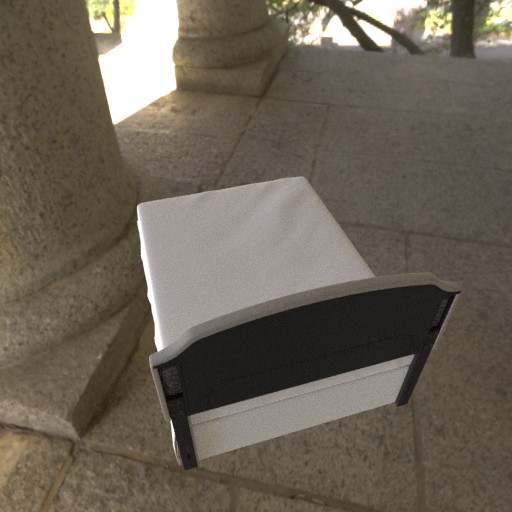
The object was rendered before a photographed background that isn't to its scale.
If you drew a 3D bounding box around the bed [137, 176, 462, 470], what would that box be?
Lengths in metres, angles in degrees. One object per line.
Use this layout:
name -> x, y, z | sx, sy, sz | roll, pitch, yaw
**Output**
bed -> 0.000, 0.000, 3.012 | 1.558, 1.270, 1.999 | -11, 44, -12
